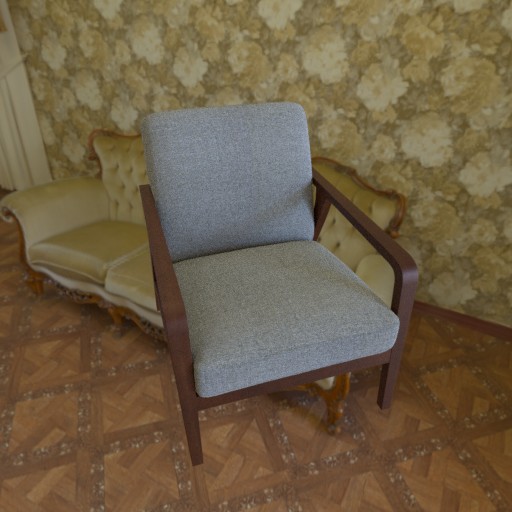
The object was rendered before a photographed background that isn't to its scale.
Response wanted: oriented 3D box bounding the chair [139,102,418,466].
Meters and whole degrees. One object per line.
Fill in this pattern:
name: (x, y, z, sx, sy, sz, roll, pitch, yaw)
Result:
chair: (0.000, 0.000, 1.504, 0.704, 0.847, 0.858, -10, 33, -16)
